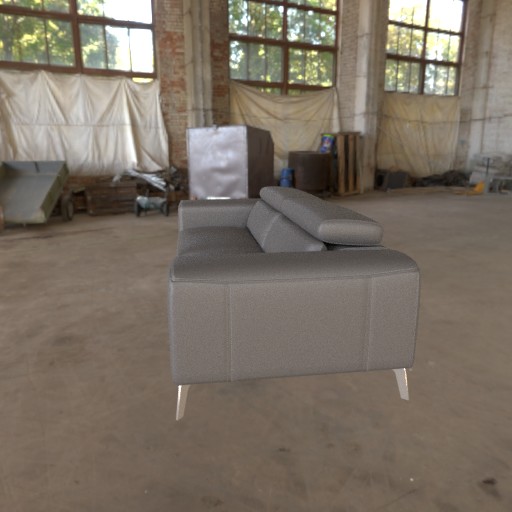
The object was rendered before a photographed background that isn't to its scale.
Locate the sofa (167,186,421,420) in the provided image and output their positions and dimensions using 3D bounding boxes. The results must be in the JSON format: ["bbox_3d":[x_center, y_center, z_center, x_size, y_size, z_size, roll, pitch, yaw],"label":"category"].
[{"bbox_3d":[0.000,0.000,2.829,1.023,0.759,2.321,-2,14,-8],"label":"sofa"}]
